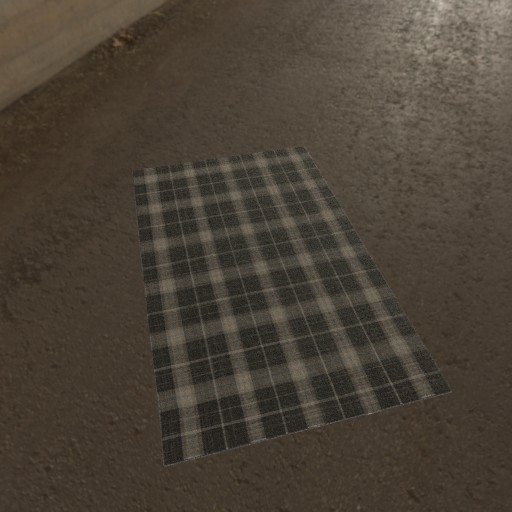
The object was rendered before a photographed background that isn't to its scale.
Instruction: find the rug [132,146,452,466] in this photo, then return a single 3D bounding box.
[{"bbox_3d":[0.000,0.000,3.016,1.520,0.015,2.434,-10,47,-10],"label":"rug"}]
